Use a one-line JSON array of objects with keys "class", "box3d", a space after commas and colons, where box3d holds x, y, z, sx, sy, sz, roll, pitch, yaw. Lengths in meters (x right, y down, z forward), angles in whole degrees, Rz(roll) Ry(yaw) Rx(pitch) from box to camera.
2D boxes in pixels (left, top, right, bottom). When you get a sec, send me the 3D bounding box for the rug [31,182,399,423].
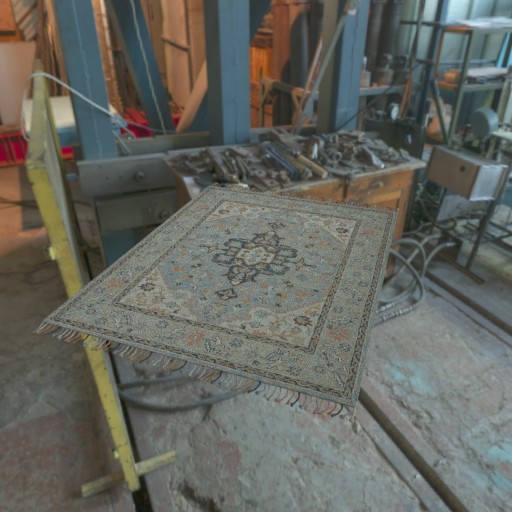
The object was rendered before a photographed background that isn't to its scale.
[{"class": "rug", "box3d": [0.000, 0.000, 4.208, 2.379, 0.011, 3.221, 11, 32, 17]}]
